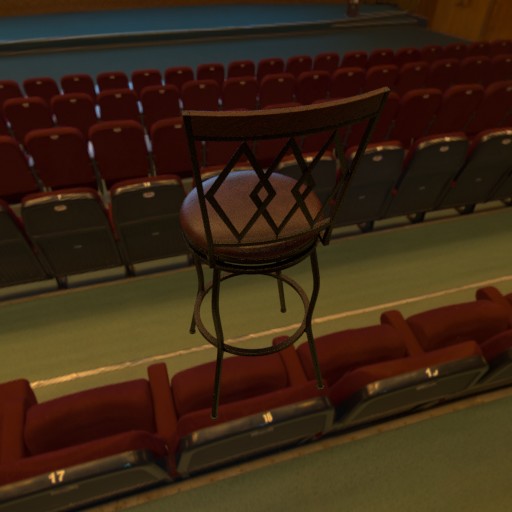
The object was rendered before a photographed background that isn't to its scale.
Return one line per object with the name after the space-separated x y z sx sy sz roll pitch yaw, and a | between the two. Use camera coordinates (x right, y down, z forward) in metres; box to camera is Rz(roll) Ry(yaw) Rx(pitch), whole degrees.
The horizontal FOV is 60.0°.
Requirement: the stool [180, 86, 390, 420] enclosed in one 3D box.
0.000 0.000 1.361 0.432 1.134 0.521 -11 42 -13 | stool
